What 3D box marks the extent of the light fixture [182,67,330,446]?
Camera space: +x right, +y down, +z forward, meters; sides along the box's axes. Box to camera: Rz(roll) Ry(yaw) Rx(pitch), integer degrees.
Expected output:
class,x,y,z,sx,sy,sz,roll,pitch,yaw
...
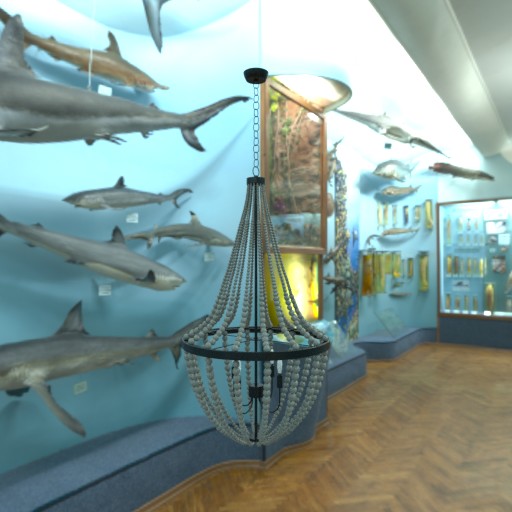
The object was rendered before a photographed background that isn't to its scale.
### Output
class,x,y,z,sx,sy,sz,roll,pitch,yaw
light fixture,0.000,0.000,1.365,0.450,1.133,0.450,0,-1,0
